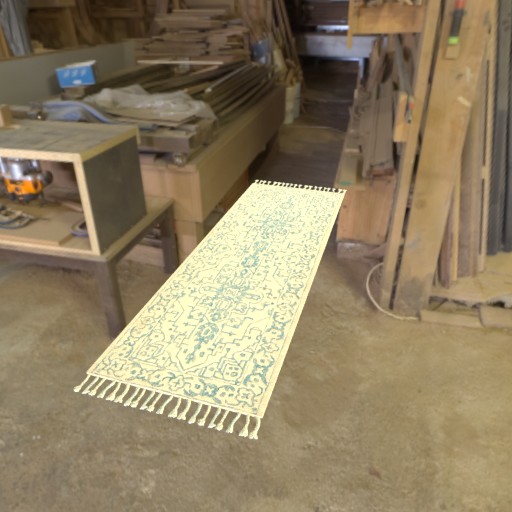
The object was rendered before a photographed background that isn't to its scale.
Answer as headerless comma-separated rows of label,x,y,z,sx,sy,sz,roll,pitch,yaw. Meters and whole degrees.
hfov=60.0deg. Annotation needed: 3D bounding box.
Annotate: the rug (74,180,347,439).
rug,0.000,0.000,2.660,0.774,0.011,2.449,9,31,15
